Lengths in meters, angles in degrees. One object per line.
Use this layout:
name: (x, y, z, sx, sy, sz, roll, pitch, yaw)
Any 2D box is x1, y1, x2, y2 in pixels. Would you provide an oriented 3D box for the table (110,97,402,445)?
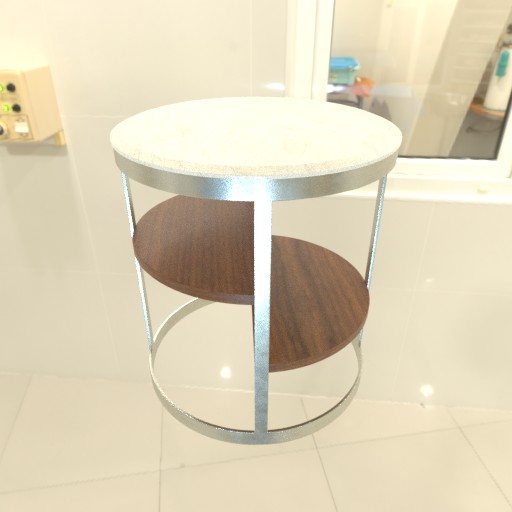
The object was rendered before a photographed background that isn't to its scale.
table: (0.000, 0.000, 0.751, 0.407, 0.447, 0.407, 0, 30, 0)
